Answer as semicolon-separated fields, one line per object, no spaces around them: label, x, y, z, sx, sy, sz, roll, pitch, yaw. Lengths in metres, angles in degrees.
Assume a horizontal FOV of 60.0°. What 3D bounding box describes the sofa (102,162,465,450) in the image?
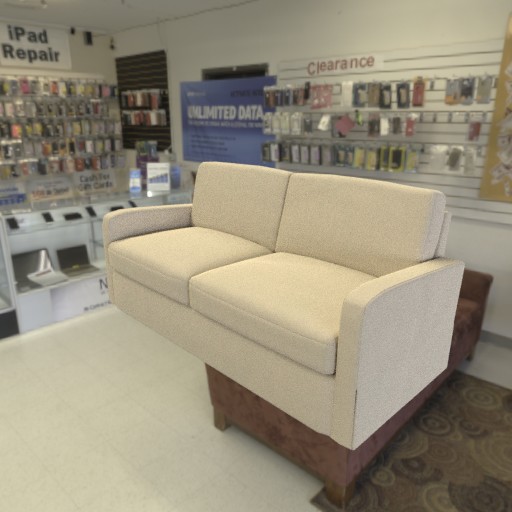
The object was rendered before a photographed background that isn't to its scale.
sofa;0.000;0.000;2.304;0.894;0.831;1.808;-17;24;-42
